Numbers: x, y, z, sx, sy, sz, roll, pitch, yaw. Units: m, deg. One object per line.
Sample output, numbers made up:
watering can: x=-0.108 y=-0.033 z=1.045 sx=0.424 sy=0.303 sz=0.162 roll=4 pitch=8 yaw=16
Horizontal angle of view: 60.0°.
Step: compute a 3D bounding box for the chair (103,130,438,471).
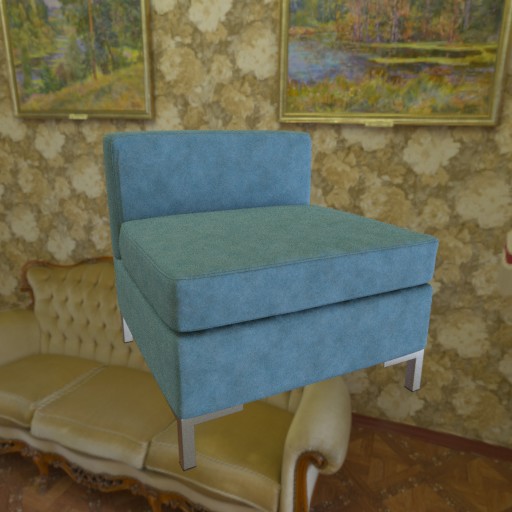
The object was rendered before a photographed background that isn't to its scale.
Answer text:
chair: x=0.000 y=0.000 z=1.214 sx=0.684 sy=0.660 sz=0.685 roll=-8 pitch=18 yaw=-25
